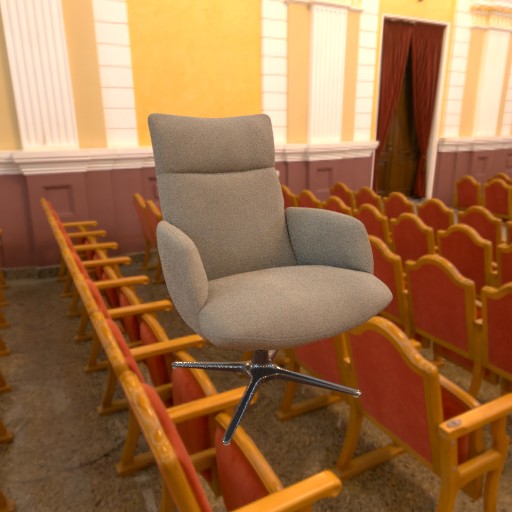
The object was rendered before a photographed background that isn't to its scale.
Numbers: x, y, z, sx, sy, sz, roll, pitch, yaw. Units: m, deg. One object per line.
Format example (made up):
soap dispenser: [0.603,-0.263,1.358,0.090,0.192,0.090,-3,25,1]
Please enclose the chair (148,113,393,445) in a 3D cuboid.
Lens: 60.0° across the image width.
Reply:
chair: [0.000,0.000,1.648,0.711,1.016,0.889,-9,19,-27]
